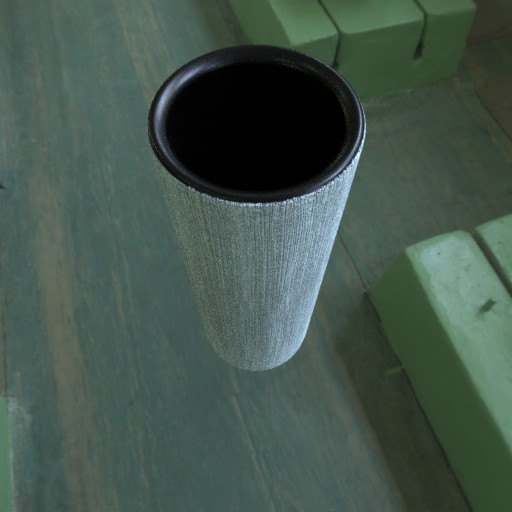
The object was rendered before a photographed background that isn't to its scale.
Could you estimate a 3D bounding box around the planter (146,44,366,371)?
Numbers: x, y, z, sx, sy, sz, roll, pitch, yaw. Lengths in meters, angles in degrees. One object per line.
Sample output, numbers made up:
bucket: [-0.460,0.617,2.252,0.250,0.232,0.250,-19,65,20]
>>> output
planter: [0.000,0.000,0.319,0.100,0.270,0.100,-17,63,-9]
